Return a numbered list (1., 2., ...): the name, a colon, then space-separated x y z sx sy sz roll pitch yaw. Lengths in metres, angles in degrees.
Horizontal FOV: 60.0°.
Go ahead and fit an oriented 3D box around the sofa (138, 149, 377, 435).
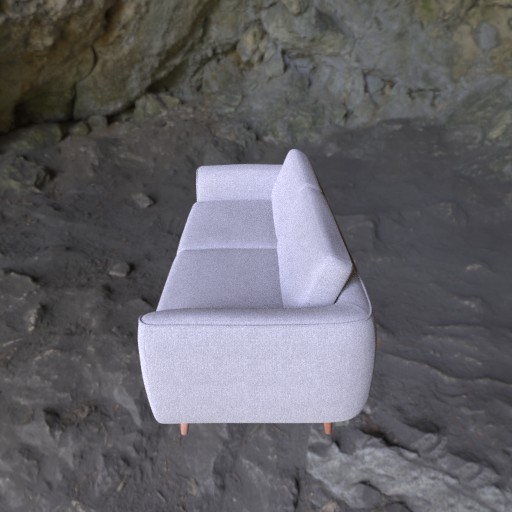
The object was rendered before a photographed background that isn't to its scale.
1. sofa: 0.000 0.000 2.471 0.920 0.850 2.000 0 27 0
